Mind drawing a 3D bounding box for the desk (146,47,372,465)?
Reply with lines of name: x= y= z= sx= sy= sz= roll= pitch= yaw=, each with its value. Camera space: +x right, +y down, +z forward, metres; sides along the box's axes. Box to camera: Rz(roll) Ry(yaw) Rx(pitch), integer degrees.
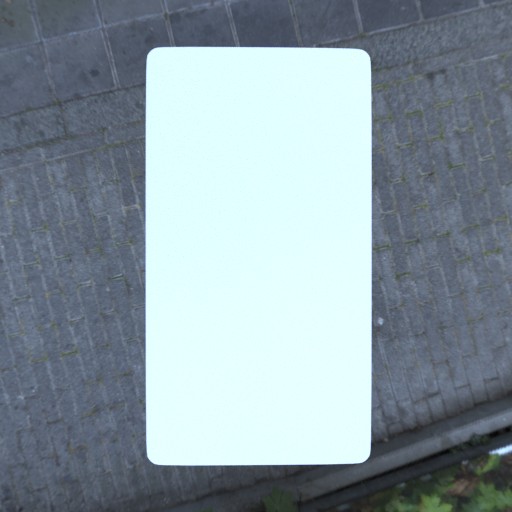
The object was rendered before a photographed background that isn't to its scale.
desk: x=0.000 y=0.000 z=1.311 sx=0.475 sy=0.763 sz=0.877 roll=0 pitch=90 yaw=-1
